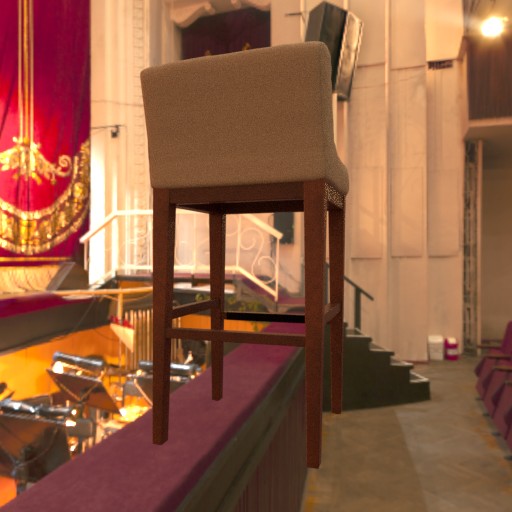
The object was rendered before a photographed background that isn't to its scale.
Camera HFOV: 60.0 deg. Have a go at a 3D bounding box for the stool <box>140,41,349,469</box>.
[{"bbox_3d":[0.000,0.000,1.333,0.511,1.037,0.500,0,0,18],"label":"stool"}]
